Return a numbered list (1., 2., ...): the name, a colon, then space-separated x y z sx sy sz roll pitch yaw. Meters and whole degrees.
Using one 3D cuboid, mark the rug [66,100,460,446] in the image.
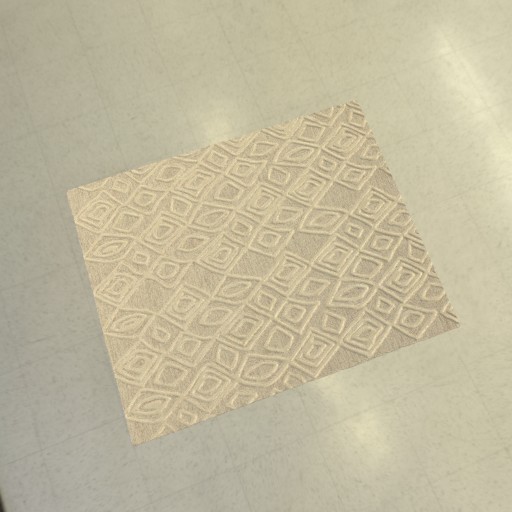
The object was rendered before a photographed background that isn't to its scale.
1. rug: 0.000 0.000 4.129 3.049 0.025 2.449 -19 76 -5
